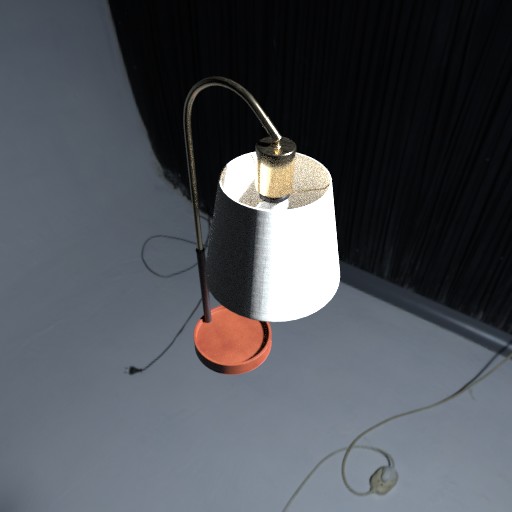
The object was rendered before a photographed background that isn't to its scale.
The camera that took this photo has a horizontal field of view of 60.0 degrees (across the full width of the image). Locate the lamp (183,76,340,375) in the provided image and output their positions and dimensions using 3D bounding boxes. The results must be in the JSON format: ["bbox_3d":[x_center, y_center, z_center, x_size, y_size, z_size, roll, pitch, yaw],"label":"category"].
[{"bbox_3d":[0.000,0.000,0.702,0.273,0.536,0.211,26,48,26],"label":"lamp"}]
